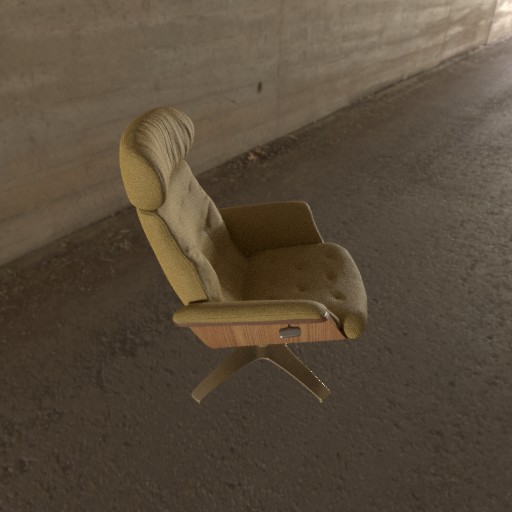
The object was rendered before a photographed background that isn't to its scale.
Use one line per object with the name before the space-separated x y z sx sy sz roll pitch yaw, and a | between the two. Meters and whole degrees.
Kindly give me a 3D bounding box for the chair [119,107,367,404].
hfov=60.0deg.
chair | 0.000 0.000 1.643 0.837 0.995 0.785 1 32 2
